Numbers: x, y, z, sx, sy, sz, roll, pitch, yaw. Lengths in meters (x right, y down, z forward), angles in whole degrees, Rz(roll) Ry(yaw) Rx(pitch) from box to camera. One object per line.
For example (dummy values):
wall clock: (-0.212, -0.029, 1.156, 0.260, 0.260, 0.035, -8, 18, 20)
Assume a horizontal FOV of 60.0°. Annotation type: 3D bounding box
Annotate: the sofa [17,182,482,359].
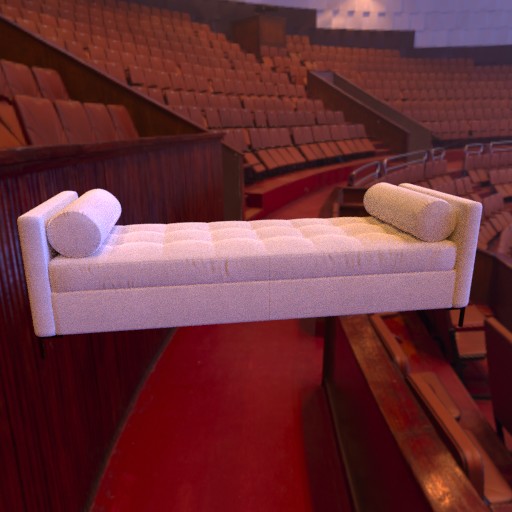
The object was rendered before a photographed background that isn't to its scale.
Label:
sofa: (0.000, 0.000, 2.259, 1.981, 0.635, 0.686, -3, 17, -9)
